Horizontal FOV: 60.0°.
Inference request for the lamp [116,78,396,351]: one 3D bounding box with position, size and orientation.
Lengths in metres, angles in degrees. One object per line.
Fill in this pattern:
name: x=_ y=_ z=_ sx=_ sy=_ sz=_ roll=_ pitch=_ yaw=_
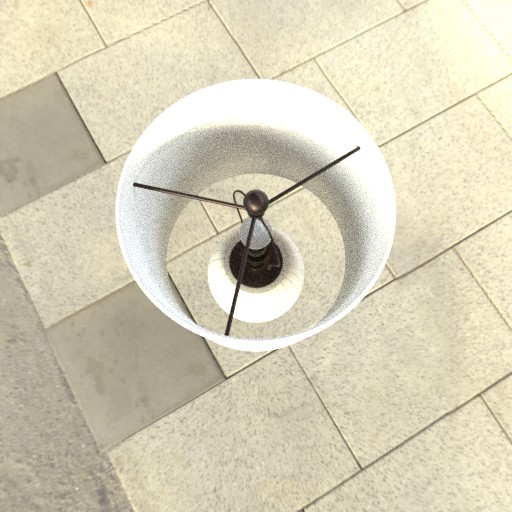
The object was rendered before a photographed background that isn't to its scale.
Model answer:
lamp: x=0.000 y=0.000 z=0.781 sx=0.328 sy=0.570 sz=0.328 roll=0 pitch=77 yaw=0
